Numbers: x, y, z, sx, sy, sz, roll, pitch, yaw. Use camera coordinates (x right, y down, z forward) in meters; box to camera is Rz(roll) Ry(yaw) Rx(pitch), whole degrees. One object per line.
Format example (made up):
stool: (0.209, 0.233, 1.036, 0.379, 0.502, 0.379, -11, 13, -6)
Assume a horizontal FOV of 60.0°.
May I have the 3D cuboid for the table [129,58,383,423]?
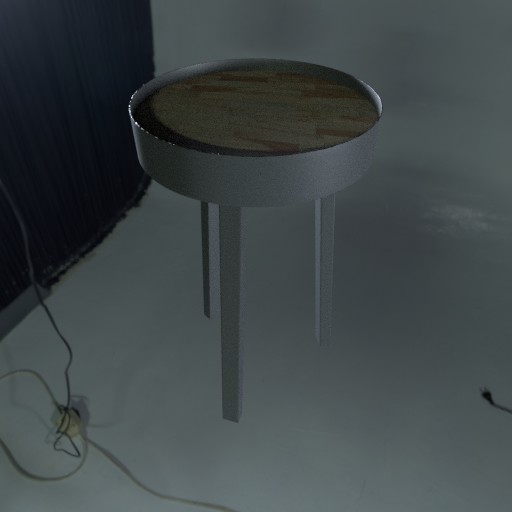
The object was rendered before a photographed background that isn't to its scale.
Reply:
table: (0.000, 0.000, 0.949, 0.406, 0.686, 0.406, 12, 42, 14)
